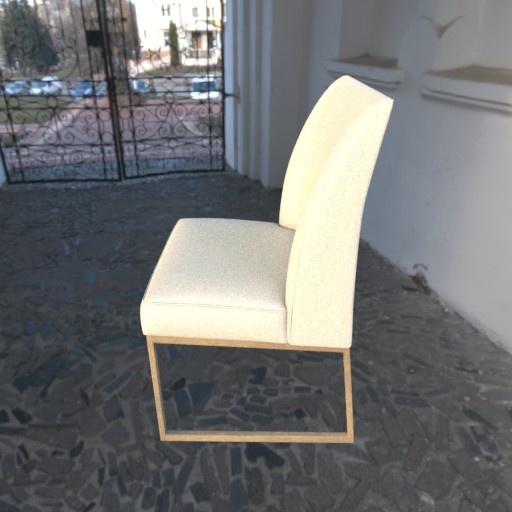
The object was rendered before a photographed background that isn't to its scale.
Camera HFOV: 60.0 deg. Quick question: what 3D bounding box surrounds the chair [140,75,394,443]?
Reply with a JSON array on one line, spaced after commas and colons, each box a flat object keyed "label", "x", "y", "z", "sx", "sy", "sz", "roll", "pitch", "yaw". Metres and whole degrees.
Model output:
[{"label": "chair", "x": 0.000, "y": 0.000, "z": 1.186, "sx": 0.522, "sy": 0.863, "sz": 0.508, "roll": 0, "pitch": 27, "yaw": 1}]
